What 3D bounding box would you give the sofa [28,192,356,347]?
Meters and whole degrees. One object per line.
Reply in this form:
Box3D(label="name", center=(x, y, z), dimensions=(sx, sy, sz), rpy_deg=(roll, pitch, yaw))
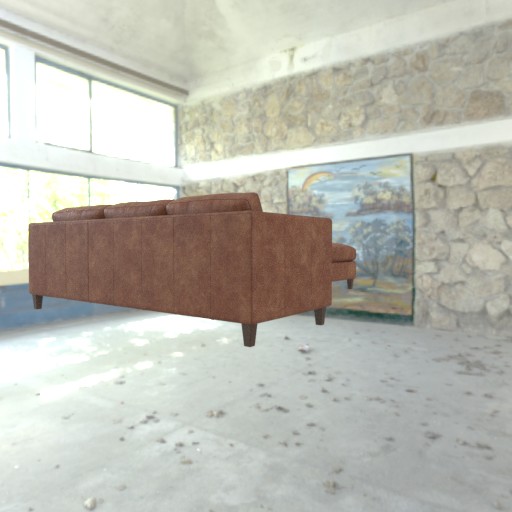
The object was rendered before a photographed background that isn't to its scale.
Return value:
Box3D(label="sofa", center=(0.000, 0.000, 4.426), dimensions=(2.452, 0.888, 3.324), rpy_deg=(1, 2, 37))
